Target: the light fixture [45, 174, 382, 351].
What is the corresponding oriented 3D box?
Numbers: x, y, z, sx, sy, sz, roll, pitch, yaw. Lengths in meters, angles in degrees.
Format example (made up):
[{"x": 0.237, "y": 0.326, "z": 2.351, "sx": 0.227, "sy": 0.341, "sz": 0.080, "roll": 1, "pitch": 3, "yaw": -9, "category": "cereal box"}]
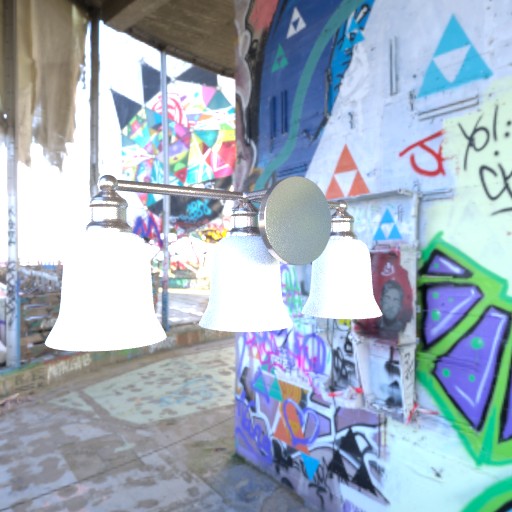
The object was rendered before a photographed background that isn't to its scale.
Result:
[{"x": 0.000, "y": 0.000, "z": 0.666, "sx": 0.570, "sy": 0.211, "sz": 0.198, "roll": 0, "pitch": 0, "yaw": -36, "category": "light fixture"}]
